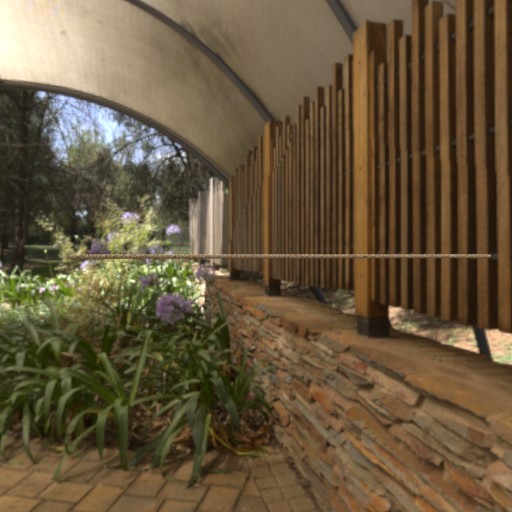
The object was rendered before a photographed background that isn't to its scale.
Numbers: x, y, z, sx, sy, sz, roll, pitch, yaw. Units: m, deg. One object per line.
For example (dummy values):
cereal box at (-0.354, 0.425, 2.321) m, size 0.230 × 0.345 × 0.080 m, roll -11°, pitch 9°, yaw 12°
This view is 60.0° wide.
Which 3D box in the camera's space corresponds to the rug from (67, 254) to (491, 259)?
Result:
rug at (0.000, 0.000, 4.063) m, size 3.000 × 0.025 × 2.400 m, roll 0°, pitch 0°, yaw -18°
